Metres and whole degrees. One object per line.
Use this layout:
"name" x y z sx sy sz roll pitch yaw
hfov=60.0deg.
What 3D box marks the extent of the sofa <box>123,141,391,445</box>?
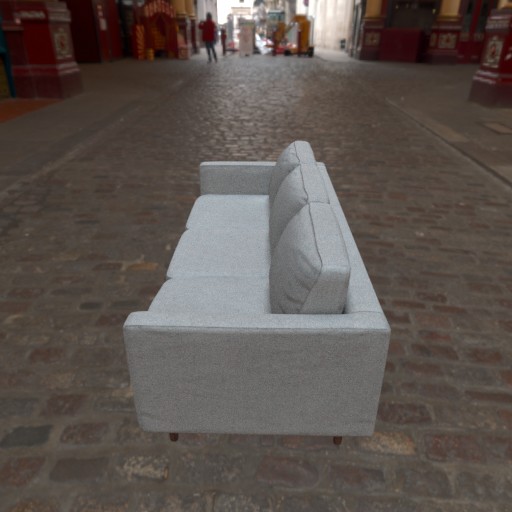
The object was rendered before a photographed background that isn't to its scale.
"sofa" 0.000 0.000 2.458 0.944 0.918 1.983 1 28 1
